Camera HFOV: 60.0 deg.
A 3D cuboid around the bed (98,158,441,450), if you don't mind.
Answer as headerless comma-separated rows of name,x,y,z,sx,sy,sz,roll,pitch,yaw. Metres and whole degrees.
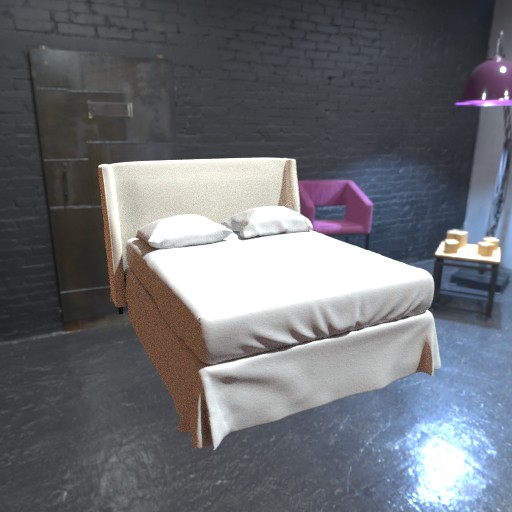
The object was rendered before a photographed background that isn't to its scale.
bed,0.000,0.000,3.413,1.925,1.332,2.276,-8,18,-25
